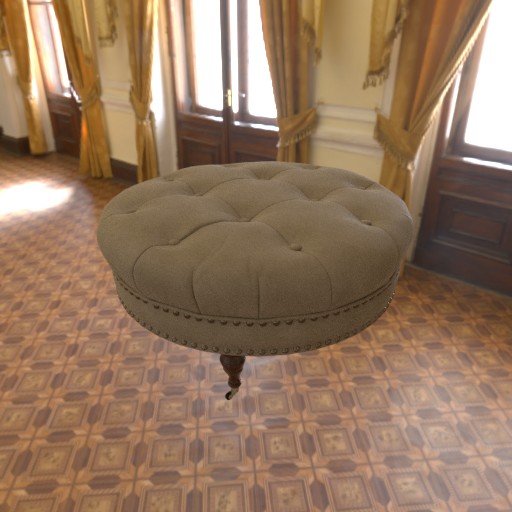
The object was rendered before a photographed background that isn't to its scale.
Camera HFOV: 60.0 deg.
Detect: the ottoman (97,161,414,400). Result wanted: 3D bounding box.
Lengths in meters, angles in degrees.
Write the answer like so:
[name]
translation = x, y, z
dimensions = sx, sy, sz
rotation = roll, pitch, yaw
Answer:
[ottoman]
translation = 0.000, 0.000, 1.380
dimensions = 0.901, 0.439, 0.901
rotation = 0, 27, 0
